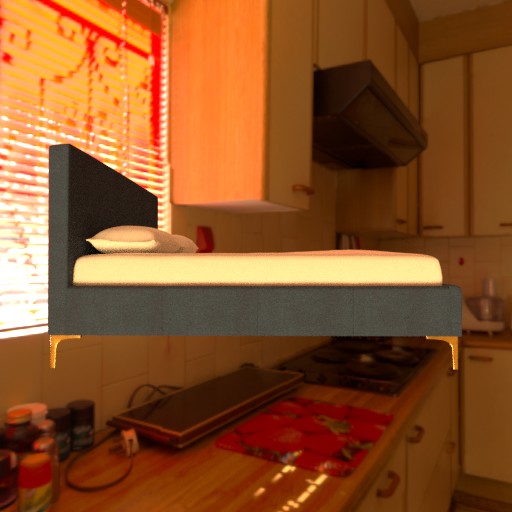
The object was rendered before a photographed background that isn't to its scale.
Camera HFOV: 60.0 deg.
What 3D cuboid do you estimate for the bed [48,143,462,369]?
[{"bbox_3d":[0.000,0.000,3.414,2.232,1.231,2.096,0,-1,1],"label":"bed"}]
